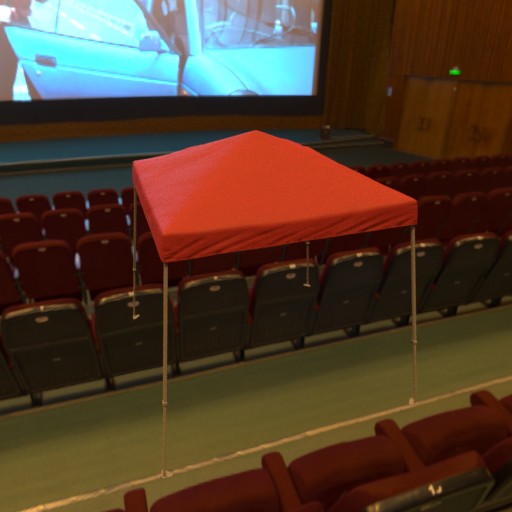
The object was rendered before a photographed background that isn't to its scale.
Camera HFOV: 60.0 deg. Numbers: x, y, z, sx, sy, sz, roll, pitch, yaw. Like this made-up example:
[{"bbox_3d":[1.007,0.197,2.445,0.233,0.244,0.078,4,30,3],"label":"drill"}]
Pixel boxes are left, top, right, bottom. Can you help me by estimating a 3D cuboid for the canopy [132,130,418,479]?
[{"bbox_3d":[0.000,0.000,6.486,3.600,3.600,3.599,-9,28,-17],"label":"canopy"}]
